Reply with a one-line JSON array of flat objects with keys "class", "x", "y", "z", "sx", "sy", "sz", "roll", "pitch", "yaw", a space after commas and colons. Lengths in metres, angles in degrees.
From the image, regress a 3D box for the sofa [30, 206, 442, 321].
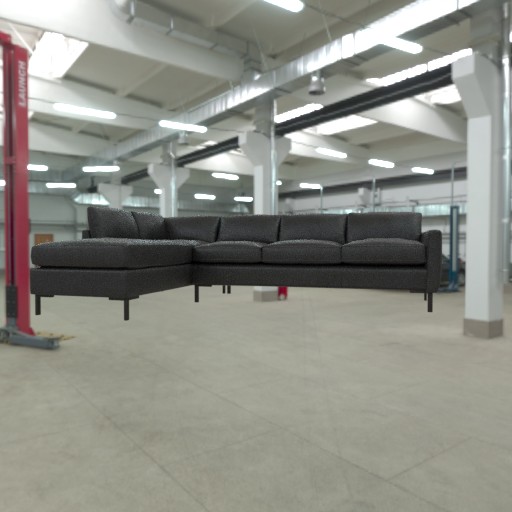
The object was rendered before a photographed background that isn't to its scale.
[{"class": "sofa", "x": 0.000, "y": 0.000, "z": 3.792, "sx": 2.984, "sy": 0.877, "sz": 1.938, "roll": 0, "pitch": 1, "yaw": 18}]
